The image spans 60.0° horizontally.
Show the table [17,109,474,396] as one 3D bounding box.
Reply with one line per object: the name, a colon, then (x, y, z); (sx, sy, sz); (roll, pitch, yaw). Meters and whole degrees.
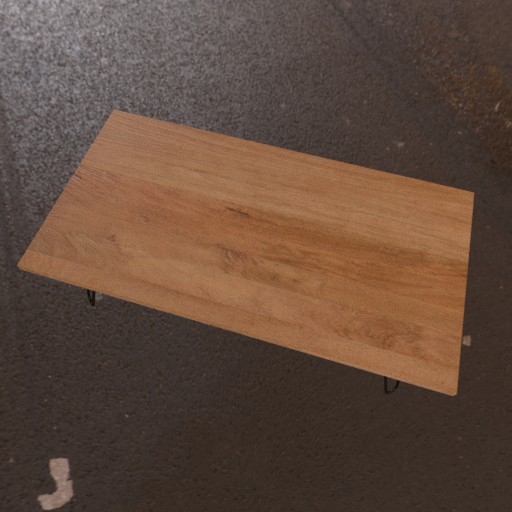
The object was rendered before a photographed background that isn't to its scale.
table: (0.000, 0.000, 1.624); (1.348, 0.400, 0.699); (15, 63, 8)
